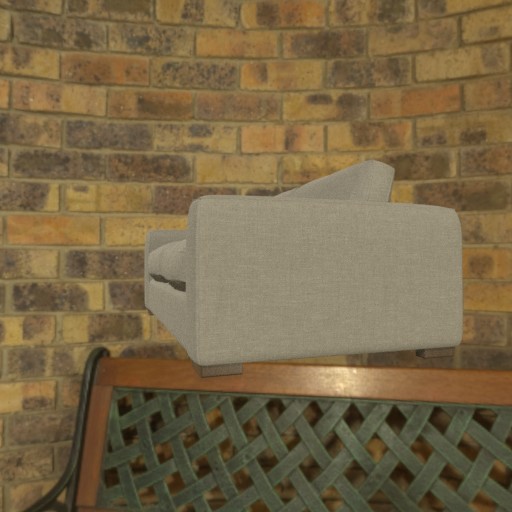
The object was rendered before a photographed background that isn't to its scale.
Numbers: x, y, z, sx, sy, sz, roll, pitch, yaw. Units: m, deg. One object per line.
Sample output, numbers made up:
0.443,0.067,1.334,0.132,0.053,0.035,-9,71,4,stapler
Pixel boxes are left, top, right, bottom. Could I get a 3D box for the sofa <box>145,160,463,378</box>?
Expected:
0.000,0.000,2.434,1.069,0.800,1.920,0,-1,-19,sofa
